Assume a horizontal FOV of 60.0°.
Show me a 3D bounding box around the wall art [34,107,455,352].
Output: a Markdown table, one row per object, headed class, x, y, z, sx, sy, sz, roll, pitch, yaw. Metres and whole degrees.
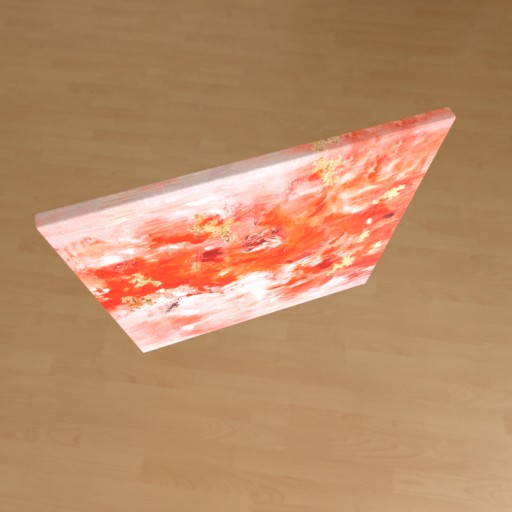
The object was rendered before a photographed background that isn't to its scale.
| class | x | y | z | sx | sy | sz | roll | pitch | yaw |
| --- | --- | --- | --- | --- | --- | --- | --- | --- | --- |
| wall art | 0.000 | 0.000 | 1.283 | 0.878 | 0.878 | 0.066 | -16 | 64 | -8 |
